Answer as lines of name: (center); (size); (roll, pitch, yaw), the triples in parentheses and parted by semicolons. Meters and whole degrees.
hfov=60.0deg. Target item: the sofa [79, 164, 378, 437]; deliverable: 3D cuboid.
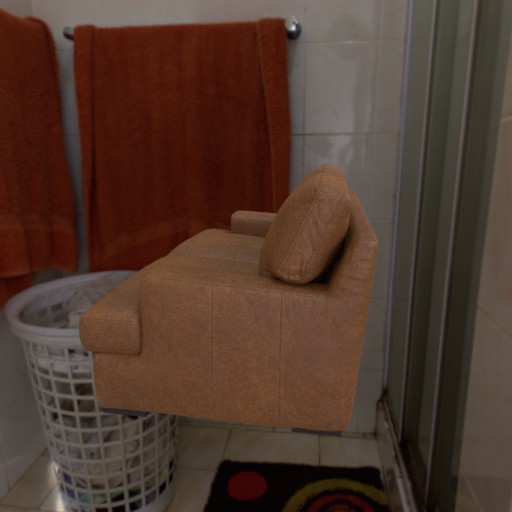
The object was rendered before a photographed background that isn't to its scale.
sofa: (0.000, 0.000, 2.499); (1.144, 0.966, 1.880); (2, 14, 9)
